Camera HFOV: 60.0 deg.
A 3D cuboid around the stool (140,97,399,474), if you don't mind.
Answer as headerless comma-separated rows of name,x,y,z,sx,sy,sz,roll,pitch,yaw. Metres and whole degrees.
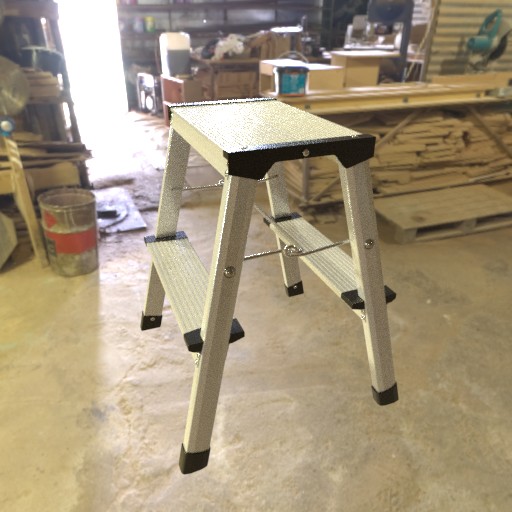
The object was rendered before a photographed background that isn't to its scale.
stool,0.000,0.000,0.790,0.405,0.480,0.404,-11,31,-19
